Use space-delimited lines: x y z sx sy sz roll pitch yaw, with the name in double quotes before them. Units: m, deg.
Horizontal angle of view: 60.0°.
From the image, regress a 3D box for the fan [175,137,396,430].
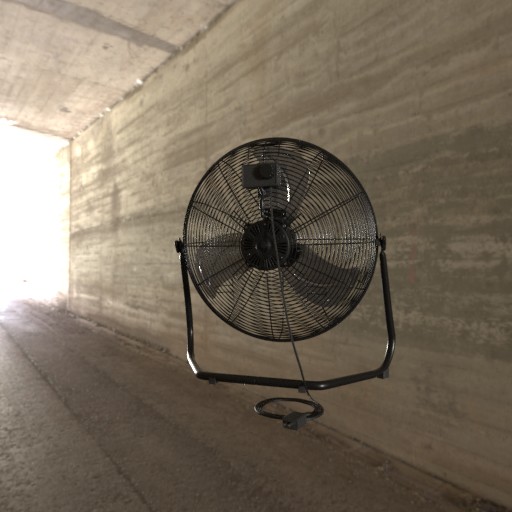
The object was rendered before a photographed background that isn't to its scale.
"fan" 0.000 0.000 1.020 0.595 0.605 0.470 -1 -2 19
